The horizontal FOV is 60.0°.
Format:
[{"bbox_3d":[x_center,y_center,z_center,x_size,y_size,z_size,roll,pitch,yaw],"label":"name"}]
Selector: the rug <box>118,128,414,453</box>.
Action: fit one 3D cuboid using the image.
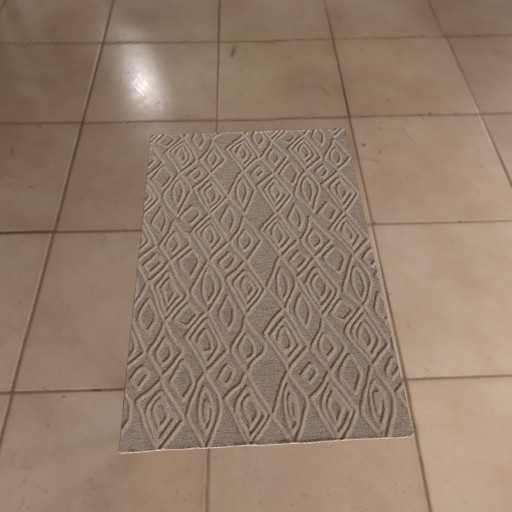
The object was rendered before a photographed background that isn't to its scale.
[{"bbox_3d":[0.000,0.000,2.301,1.224,0.016,1.832,-3,58,-2],"label":"rug"}]
